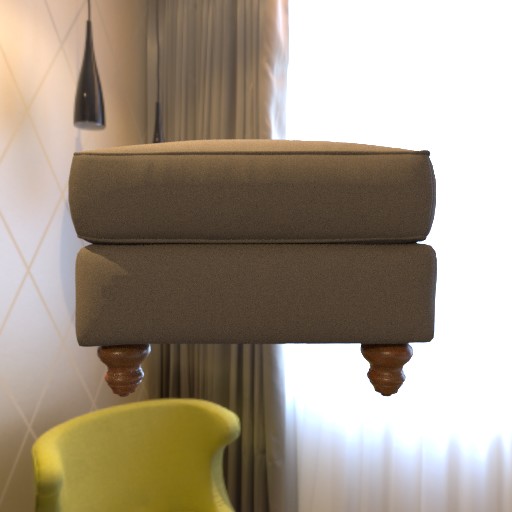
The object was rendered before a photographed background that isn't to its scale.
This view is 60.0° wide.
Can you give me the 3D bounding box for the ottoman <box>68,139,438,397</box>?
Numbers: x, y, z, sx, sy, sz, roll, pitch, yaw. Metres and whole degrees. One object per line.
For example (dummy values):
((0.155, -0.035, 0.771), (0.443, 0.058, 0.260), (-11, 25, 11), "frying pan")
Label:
((0.000, 0.000, 1.095), (0.662, 0.505, 0.721), (0, 1, 0), "ottoman")
